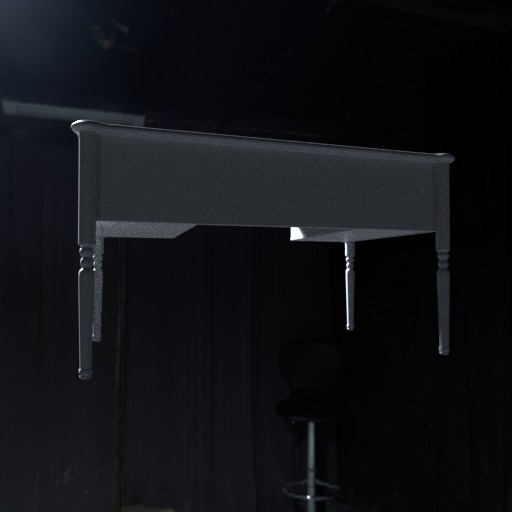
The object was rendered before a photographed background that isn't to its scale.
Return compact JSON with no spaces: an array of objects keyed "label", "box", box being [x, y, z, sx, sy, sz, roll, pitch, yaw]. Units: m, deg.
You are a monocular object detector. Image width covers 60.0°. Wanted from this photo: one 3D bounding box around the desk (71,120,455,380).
[{"label":"desk","box":[0.000,0.000,1.850,1.380,0.762,0.807,1,-2,-17]}]
